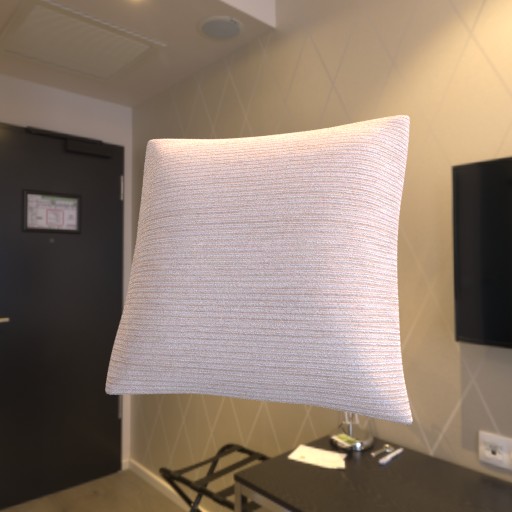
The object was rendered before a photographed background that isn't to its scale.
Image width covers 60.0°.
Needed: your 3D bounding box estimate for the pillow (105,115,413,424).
[{"bbox_3d":[0.000,0.000,0.638,0.424,0.401,0.177,0,-1,18],"label":"pillow"}]
